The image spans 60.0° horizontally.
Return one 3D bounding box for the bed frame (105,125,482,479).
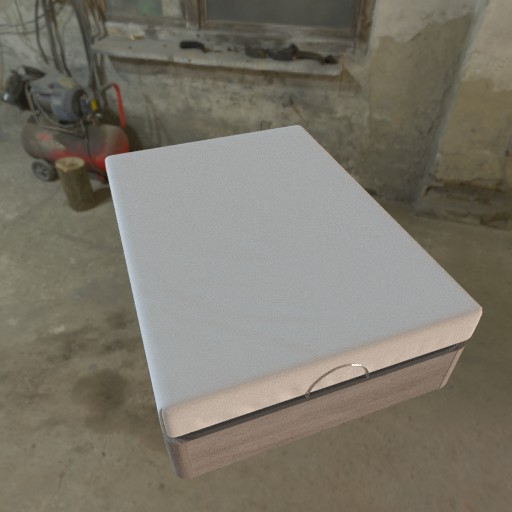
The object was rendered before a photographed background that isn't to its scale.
[{"bbox_3d":[0.000,0.000,2.512,1.400,0.561,1.900,-13,43,-15],"label":"bed frame"}]
